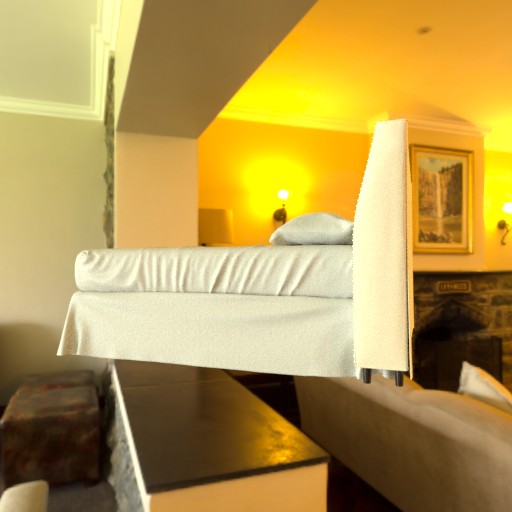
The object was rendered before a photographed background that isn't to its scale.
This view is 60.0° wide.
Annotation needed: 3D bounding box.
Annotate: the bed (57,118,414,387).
[{"bbox_3d":[0.000,0.000,3.405,2.276,1.332,1.925,0,-1,20],"label":"bed"}]
